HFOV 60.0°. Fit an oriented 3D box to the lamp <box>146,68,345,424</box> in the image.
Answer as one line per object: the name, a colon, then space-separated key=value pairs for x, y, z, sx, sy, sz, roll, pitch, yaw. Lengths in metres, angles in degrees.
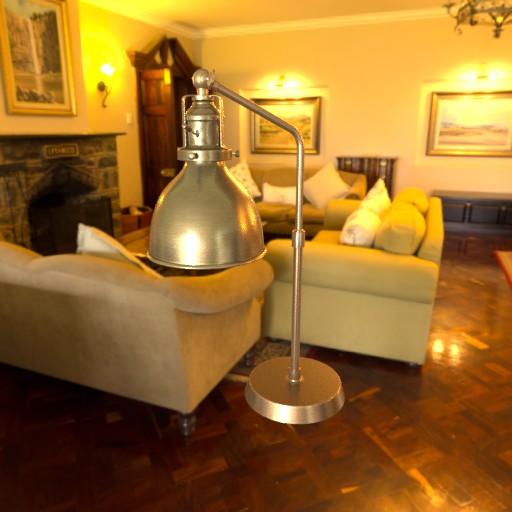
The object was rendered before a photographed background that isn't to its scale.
lamp: x=0.000 y=0.000 z=0.591 sx=0.286 sy=0.456 sz=0.153 roll=-8 pitch=18 yaw=-26
